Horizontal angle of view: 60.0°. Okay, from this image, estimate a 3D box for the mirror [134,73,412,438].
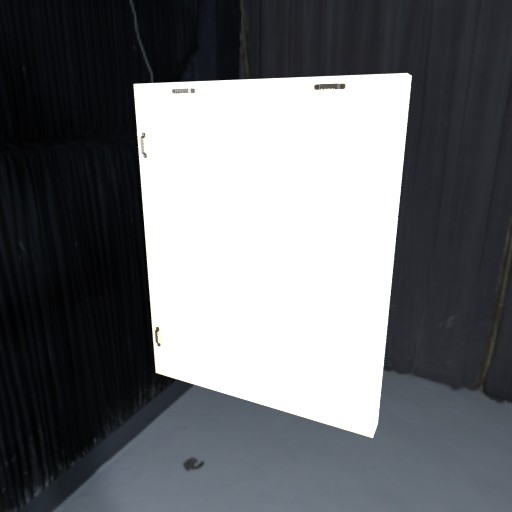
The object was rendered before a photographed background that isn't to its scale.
[{"bbox_3d":[0.000,0.000,0.688,0.406,0.509,0.041,8,19,25],"label":"mirror"}]
